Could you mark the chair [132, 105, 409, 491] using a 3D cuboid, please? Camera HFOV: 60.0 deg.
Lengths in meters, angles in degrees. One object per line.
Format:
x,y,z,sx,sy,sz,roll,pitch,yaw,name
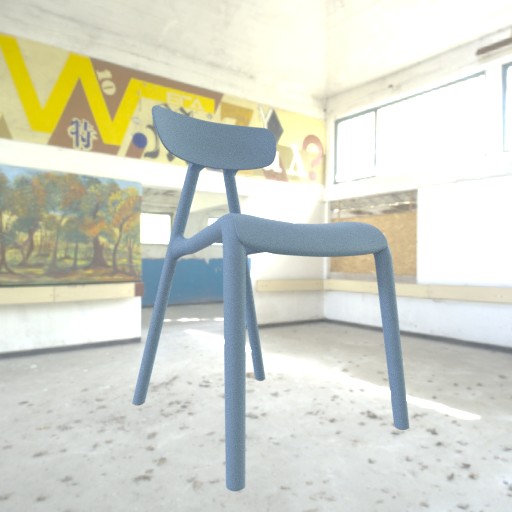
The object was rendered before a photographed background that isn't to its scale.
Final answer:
0.000,0.000,0.802,0.356,0.580,0.401,0,0,-36,chair
